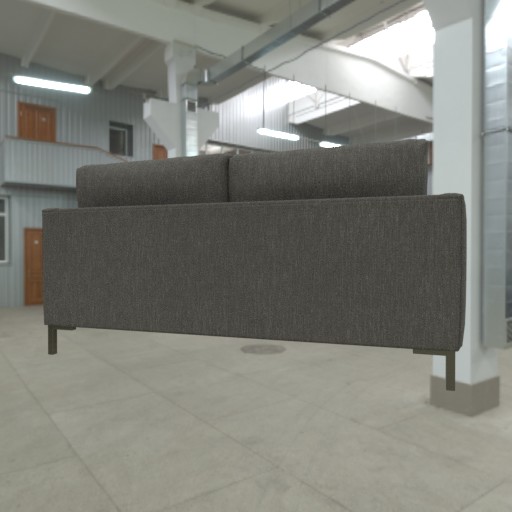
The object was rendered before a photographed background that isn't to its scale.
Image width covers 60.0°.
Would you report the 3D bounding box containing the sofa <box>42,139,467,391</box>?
[{"bbox_3d":[0.000,0.000,2.048,1.682,0.840,0.875,0,1,18],"label":"sofa"}]
